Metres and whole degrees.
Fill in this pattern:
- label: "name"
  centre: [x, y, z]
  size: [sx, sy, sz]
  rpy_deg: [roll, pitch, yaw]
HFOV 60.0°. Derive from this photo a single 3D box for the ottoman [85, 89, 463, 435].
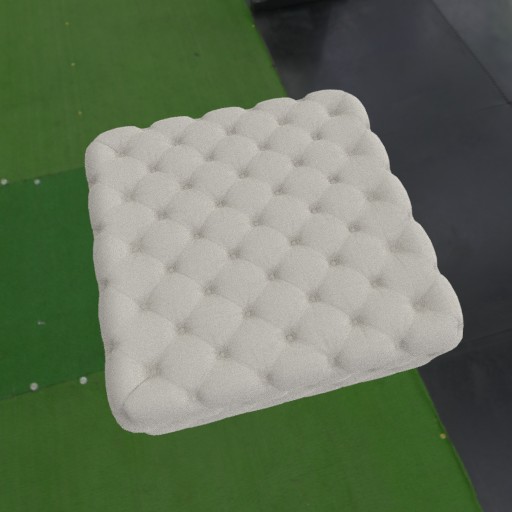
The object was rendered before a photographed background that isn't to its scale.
- label: "ottoman"
  centre: [0.000, 0.000, 1.171]
  size: [0.755, 0.376, 0.753]
  rpy_deg: [-13, 64, -6]
